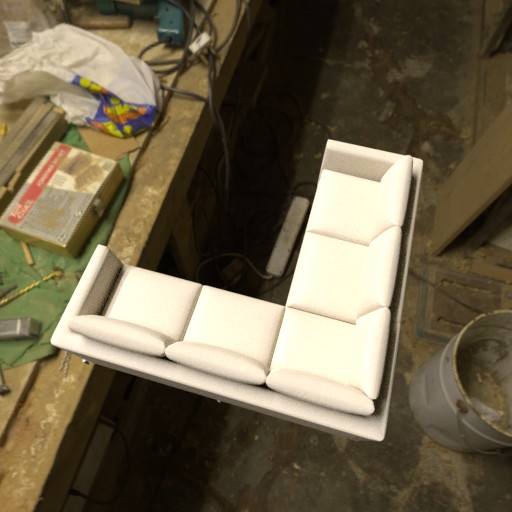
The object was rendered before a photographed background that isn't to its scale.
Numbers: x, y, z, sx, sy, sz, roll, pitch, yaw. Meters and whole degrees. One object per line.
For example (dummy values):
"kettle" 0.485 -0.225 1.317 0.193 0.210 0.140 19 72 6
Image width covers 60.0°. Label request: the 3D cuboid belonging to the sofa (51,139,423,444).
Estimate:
"sofa" 0.000 0.000 3.799 2.448 0.867 2.430 14 64 7
